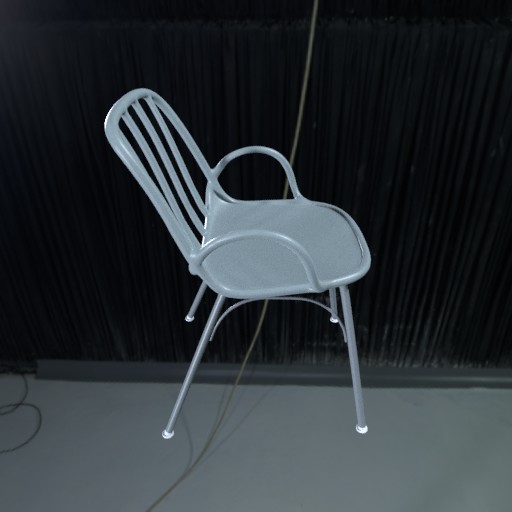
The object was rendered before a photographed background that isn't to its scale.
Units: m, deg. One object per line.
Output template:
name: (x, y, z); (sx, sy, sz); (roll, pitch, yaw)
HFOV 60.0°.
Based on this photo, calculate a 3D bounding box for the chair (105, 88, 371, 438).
chair: (0.000, 0.000, 1.180); (0.597, 0.816, 0.549); (0, 31, 0)
